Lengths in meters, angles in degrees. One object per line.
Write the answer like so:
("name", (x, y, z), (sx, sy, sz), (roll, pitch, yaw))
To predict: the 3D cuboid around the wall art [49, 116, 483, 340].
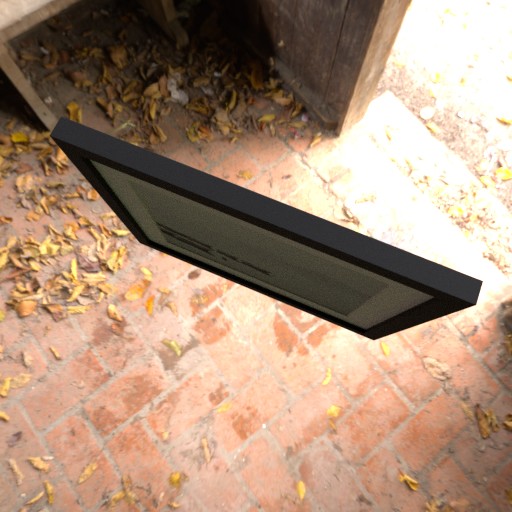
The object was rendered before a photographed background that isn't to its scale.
("wall art", (0.000, 0.000, 0.753), (0.554, 0.454, 0.030), (22, 75, 6))
